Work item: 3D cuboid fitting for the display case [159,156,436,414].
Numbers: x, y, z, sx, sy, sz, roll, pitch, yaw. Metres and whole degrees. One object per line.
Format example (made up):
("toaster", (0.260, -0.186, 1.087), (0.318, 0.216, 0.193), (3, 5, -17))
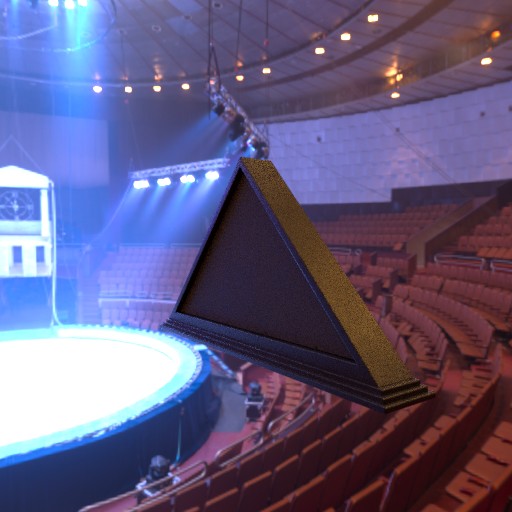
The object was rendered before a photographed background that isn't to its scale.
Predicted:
("display case", (0.000, 0.000, 0.779), (0.095, 0.340, 0.640), (-1, 2, -35))
